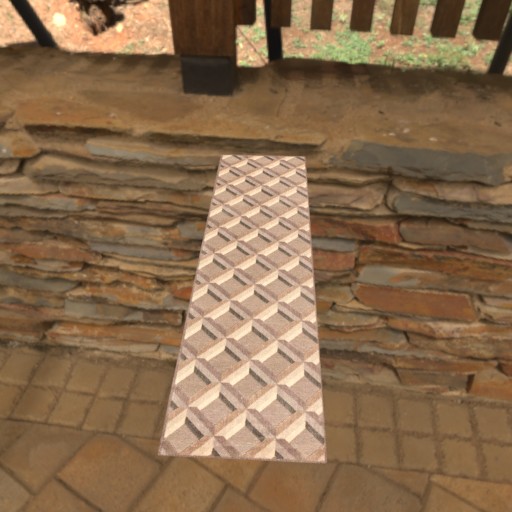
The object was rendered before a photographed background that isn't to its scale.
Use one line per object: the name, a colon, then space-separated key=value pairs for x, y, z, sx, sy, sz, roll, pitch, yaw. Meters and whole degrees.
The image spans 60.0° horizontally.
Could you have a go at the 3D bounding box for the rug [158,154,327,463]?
rug: x=0.000 y=0.000 z=2.679 sx=0.685 sy=0.013 sz=2.437 roll=2 pitch=42 yaw=2
